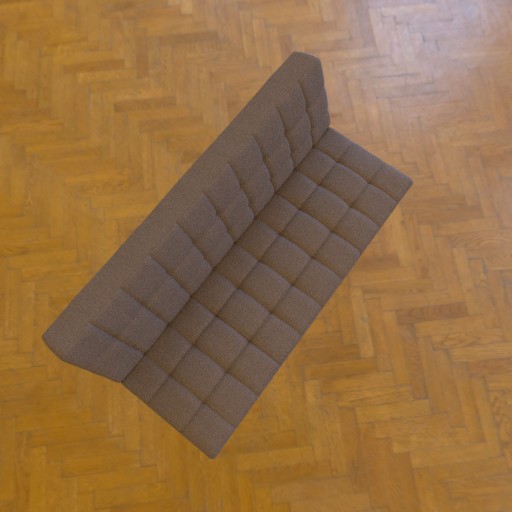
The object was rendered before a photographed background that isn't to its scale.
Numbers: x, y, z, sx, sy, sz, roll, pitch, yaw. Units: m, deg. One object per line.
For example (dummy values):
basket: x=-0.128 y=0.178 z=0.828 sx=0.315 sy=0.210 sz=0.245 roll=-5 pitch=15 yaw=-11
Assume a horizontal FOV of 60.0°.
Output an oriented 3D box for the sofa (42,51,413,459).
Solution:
sofa: x=0.000 y=0.000 z=2.261 sx=0.860 sy=0.810 sz=1.800 roll=36 pitch=77 yaw=10
